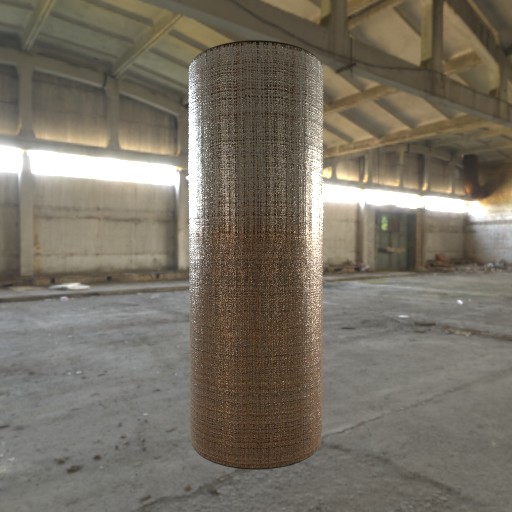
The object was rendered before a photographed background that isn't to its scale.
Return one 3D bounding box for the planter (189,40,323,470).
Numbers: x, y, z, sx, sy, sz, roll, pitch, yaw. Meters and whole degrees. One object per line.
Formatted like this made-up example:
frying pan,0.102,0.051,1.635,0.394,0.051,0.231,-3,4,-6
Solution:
planter,0.000,0.000,0.333,0.099,0.278,0.099,-1,1,-37
